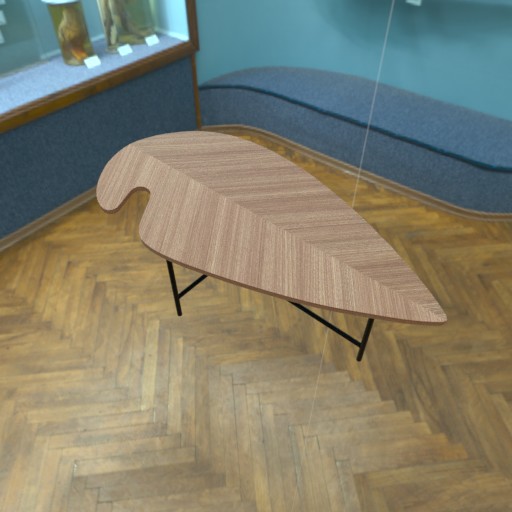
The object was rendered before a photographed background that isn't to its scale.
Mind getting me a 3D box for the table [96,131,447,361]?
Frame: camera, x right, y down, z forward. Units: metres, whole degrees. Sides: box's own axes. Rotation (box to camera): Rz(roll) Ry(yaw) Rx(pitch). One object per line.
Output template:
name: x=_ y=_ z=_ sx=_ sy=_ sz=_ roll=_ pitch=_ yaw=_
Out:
table: x=0.000 y=0.000 z=1.457 sx=1.199 sy=0.360 sz=0.598 roll=31 pitch=53 yaw=27
